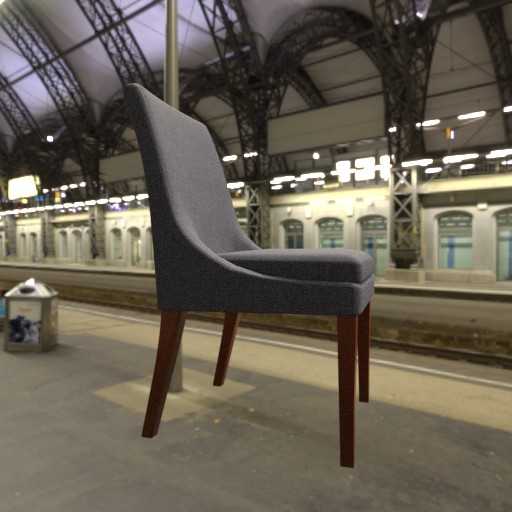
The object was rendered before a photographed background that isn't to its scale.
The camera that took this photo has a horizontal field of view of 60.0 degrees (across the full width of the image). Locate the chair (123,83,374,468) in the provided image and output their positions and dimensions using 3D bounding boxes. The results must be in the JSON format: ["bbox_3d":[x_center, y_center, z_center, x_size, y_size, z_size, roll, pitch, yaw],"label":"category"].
[{"bbox_3d":[0.000,0.000,1.321,0.655,0.952,0.508,0,1,18],"label":"chair"}]
